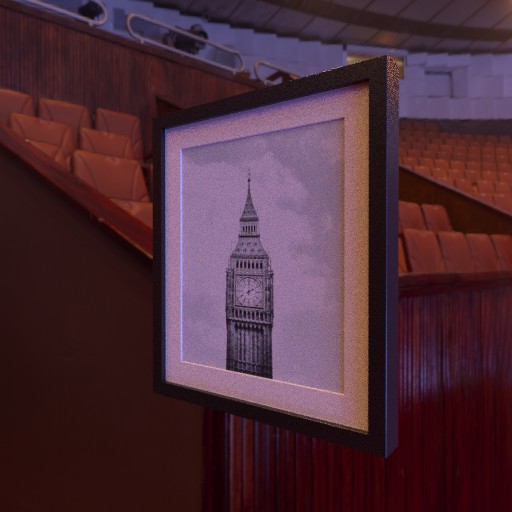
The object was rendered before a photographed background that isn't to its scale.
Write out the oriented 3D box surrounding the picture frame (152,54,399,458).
[{"bbox_3d":[0.000,0.000,0.525,0.328,0.378,0.034,0,1,36],"label":"picture frame"}]
